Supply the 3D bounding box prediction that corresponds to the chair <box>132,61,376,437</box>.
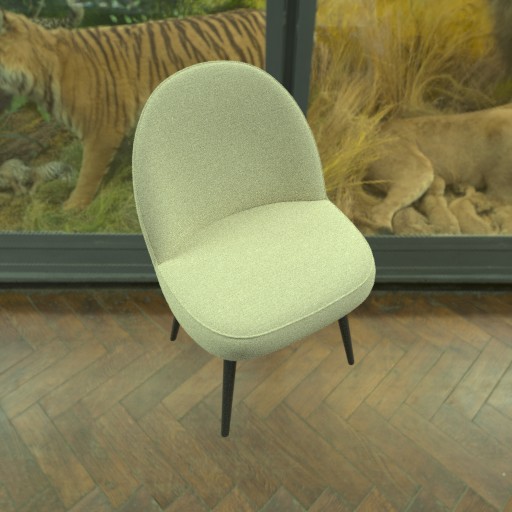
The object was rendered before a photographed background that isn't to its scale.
[{"bbox_3d":[0.000,0.000,1.175,0.532,0.838,0.540,-23,50,-21],"label":"chair"}]
